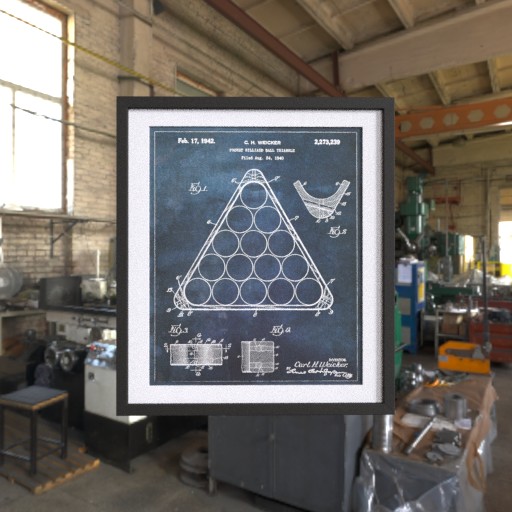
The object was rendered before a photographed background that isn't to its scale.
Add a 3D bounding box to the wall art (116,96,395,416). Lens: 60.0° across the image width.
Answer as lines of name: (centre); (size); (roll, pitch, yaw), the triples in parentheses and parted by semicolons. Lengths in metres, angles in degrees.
wall art: (0.000, 0.000, 1.213); (0.755, 0.863, 0.028); (0, 0, -1)
